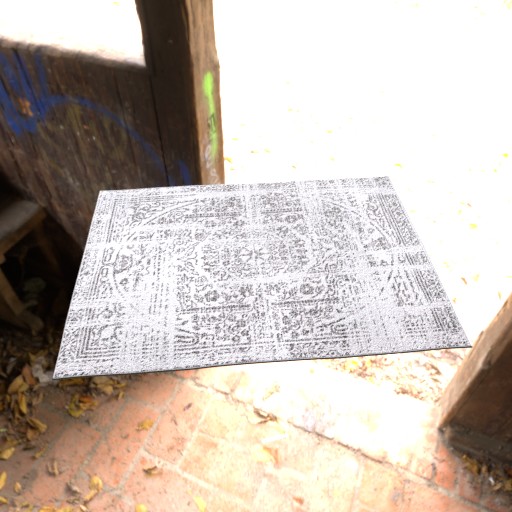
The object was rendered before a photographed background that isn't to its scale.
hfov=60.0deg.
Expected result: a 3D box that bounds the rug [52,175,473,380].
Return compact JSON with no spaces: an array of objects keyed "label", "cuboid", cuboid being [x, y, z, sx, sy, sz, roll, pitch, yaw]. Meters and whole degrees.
[{"label":"rug","cuboid":[0.000,0.000,3.120,2.438,0.026,1.706,-4,46,-3]}]
